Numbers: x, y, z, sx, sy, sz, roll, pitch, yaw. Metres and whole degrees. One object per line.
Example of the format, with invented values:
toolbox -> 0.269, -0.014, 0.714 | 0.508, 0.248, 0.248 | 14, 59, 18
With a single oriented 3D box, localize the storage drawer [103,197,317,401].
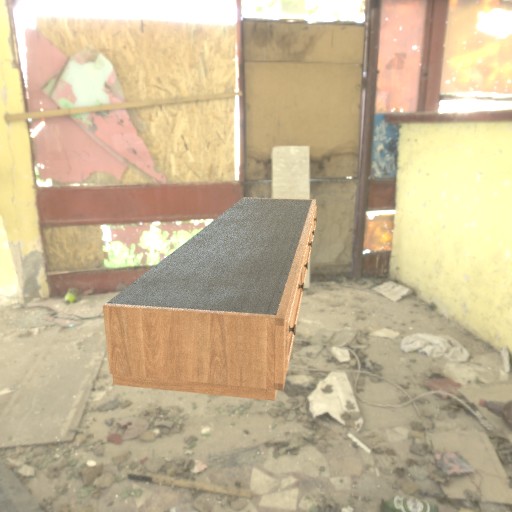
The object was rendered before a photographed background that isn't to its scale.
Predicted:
storage drawer -> 0.000, 0.000, 2.209 | 0.538, 0.264, 2.032 | 3, 16, 9
